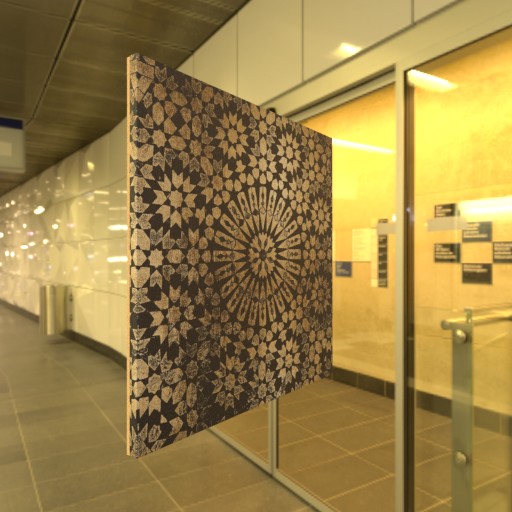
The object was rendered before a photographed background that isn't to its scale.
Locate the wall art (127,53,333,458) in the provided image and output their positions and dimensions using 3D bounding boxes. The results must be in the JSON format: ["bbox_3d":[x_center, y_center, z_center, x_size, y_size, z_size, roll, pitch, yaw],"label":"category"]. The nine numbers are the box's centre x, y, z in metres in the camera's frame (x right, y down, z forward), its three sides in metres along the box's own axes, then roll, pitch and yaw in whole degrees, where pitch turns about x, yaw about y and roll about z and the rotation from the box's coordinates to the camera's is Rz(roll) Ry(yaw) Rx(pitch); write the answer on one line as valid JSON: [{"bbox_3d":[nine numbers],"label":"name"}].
[{"bbox_3d":[0.000,0.000,1.365,0.038,0.914,0.914,0,0,38],"label":"wall art"}]
